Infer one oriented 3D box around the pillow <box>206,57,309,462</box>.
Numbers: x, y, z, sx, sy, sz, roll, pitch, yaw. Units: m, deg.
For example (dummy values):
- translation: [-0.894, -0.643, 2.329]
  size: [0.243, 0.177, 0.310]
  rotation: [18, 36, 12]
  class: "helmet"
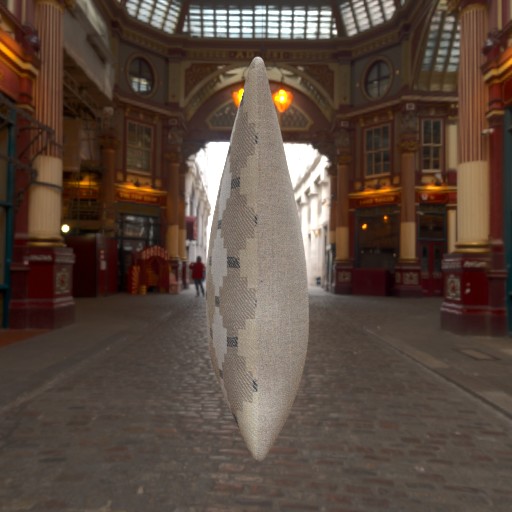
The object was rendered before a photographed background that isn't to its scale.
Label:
- translation: [0.000, 0.000, 0.873]
  size: [0.192, 0.558, 0.578]
  rotation: [0, -1, -1]
  class: "pillow"
